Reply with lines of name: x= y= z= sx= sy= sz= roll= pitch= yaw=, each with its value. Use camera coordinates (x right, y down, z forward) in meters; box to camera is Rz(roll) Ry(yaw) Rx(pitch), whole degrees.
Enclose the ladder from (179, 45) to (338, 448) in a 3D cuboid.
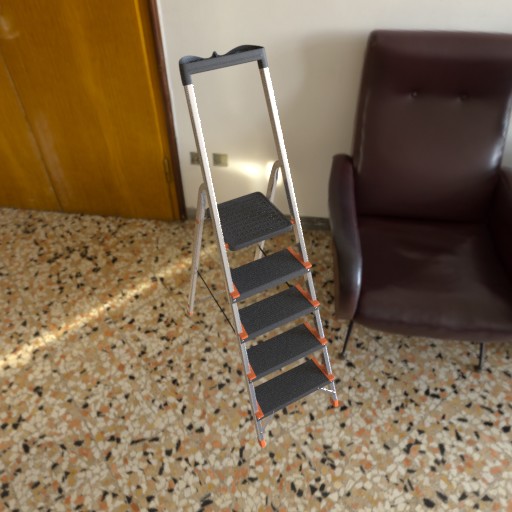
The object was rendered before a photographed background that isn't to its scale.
ladder: x=0.000 y=0.000 z=2.048 sx=0.480 sy=1.646 sz=0.995 roll=-21 pitch=49 yaw=-20
